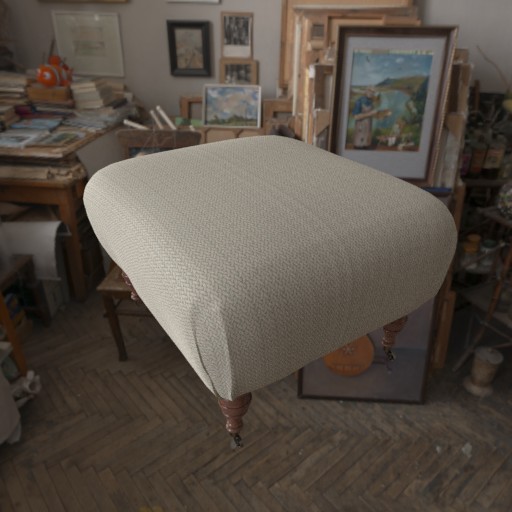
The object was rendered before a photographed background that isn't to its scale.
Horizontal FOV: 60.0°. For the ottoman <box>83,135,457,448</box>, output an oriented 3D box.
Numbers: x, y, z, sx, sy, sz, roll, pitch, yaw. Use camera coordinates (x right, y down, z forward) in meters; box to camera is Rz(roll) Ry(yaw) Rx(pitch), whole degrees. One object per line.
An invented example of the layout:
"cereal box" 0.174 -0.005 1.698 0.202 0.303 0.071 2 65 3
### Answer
"ottoman" 0.000 0.000 1.067 0.622 0.447 0.684 -19 35 -29
